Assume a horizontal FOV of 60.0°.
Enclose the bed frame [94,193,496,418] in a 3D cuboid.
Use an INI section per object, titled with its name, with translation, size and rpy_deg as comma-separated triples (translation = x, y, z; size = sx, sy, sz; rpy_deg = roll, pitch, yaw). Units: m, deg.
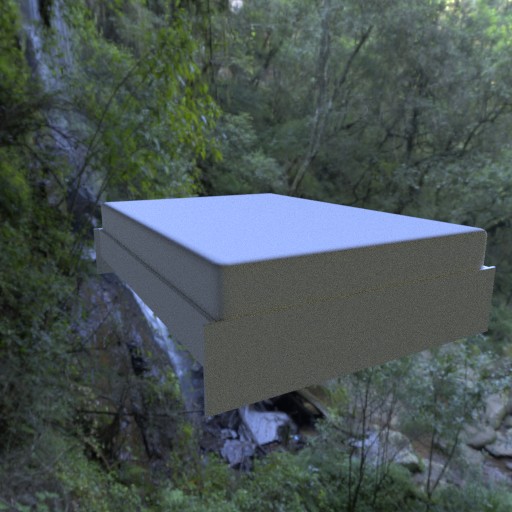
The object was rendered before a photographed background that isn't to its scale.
[bed frame]
translation = 0.000, 0.000, 2.542
size = 1.445, 0.497, 1.945
rpy_deg = -7, 15, -28
